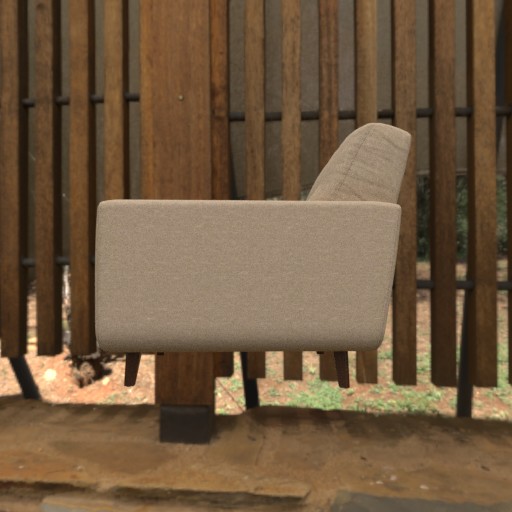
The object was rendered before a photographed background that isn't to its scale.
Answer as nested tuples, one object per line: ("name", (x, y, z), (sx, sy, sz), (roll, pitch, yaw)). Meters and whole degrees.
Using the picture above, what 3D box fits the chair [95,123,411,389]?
("chair", (0.000, 0.000, 1.903), (1.128, 0.965, 0.897), (0, -1, 0))
